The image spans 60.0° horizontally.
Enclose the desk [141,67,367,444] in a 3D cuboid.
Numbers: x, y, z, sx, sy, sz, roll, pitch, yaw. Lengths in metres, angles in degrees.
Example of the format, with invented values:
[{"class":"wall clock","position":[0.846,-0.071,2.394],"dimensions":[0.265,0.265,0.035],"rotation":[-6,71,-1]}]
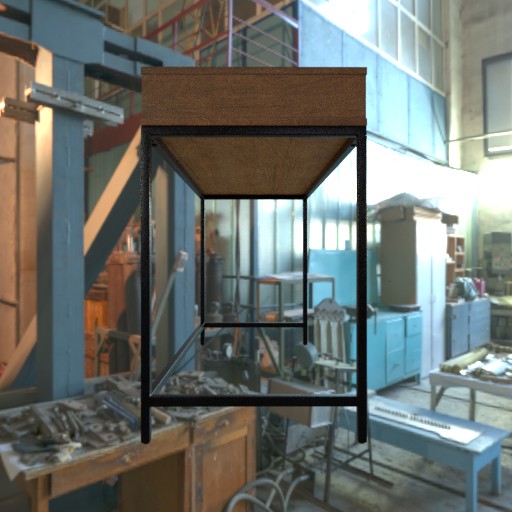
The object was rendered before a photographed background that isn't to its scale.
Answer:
[{"class":"desk","position":[0.000,0.000,1.401],"dimensions":[0.470,0.762,1.016],"rotation":[0,0,0]}]
